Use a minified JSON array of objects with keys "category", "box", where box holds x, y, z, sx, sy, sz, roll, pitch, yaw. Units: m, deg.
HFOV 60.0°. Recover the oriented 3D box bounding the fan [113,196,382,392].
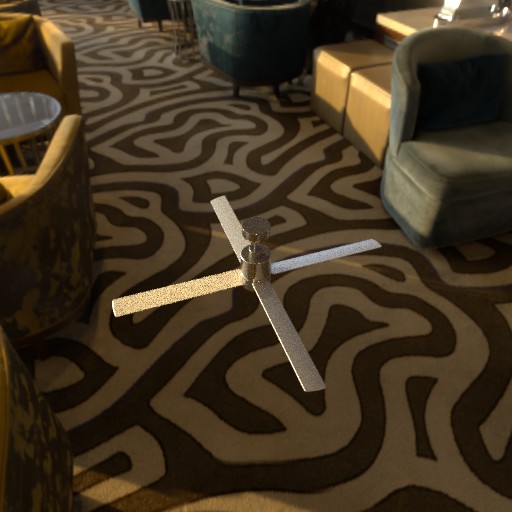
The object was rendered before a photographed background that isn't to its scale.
[{"category":"fan","box":[0.000,0.000,2.026,1.322,0.355,1.322,-13,44,-15]}]
